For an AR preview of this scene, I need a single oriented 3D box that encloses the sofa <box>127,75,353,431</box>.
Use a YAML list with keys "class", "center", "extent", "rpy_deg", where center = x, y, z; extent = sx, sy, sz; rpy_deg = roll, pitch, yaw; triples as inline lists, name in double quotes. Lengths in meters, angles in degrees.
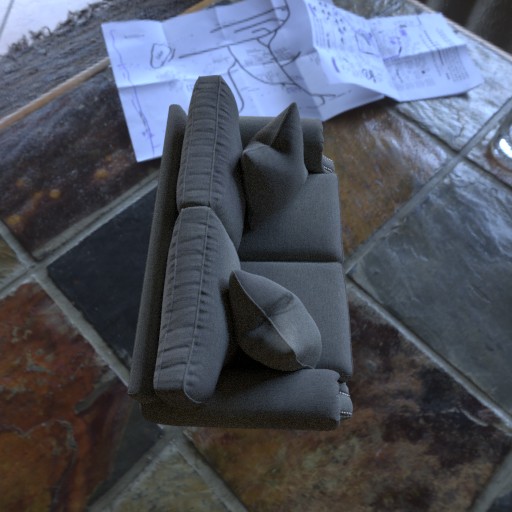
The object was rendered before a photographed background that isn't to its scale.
- class: "sofa"
  center: [0.000, 0.000, 2.301]
  extent: [0.966, 0.966, 1.701]
  rpy_deg: [1, 63, 1]
